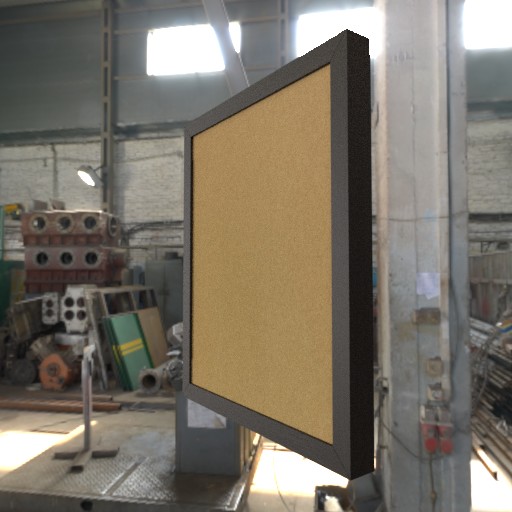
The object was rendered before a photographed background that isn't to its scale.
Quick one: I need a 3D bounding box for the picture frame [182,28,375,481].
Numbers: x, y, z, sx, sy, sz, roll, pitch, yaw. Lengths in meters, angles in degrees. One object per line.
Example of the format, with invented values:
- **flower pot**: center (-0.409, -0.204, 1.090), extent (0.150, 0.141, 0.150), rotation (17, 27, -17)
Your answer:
- **picture frame**: center (0.000, 0.000, 0.740), extent (0.044, 0.555, 0.452), rotation (2, -3, -35)
